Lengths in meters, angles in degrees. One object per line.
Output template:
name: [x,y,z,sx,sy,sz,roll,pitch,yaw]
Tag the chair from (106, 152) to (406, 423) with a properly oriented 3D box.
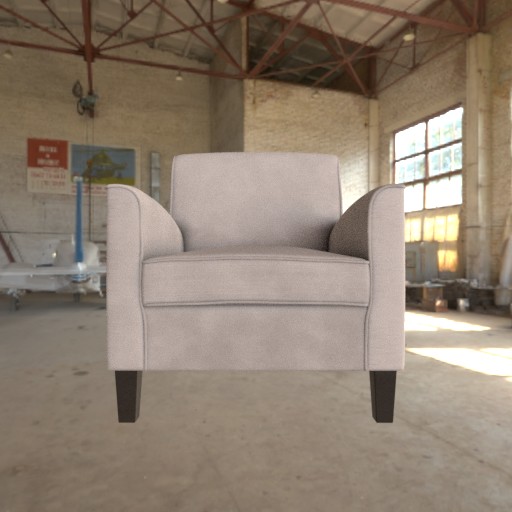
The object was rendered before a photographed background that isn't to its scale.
chair: [0.000,0.000,1.583,0.820,0.915,0.821,0,0,0]
